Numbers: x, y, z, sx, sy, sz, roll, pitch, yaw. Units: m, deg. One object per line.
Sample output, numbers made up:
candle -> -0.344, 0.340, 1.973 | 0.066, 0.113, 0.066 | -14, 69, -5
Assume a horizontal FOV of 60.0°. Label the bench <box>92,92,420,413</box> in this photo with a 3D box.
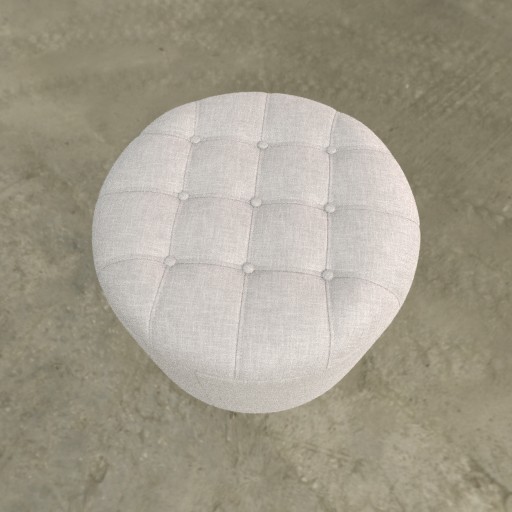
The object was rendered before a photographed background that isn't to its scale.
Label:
bench -> 0.000, 0.000, 0.957 | 0.600, 0.453, 0.600 | 0, 63, 0
